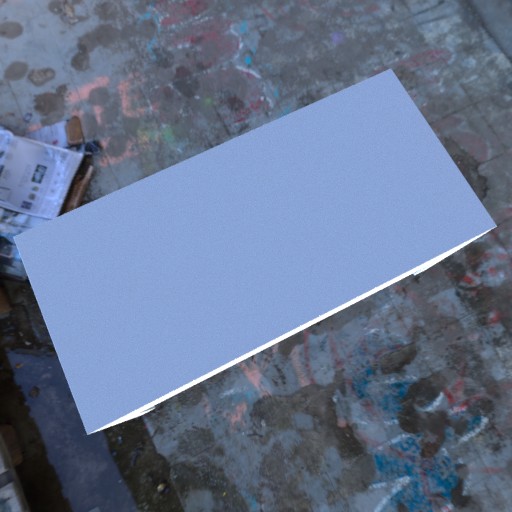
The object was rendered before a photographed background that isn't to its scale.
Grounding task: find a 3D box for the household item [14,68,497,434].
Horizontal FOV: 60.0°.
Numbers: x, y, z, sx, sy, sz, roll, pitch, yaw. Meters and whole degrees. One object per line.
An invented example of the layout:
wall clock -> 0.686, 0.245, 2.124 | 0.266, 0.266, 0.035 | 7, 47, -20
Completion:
household item -> 0.000, 0.000, 2.081 | 1.700, 0.745, 0.800 | -26, 77, -7
